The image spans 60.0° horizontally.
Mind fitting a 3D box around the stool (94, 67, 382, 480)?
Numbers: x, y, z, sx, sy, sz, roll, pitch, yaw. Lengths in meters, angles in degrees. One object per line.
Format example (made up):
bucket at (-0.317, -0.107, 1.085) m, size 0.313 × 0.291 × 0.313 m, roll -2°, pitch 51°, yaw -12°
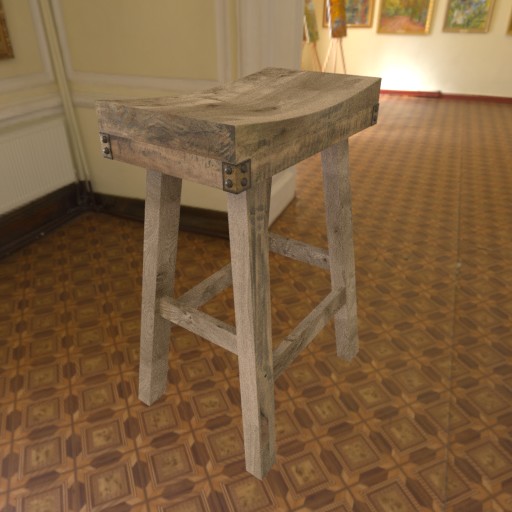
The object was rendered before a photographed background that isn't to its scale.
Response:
stool at (0.000, 0.000, 0.881) m, size 0.330 × 0.635 × 0.450 m, roll 20°, pitch 35°, yaw 30°
